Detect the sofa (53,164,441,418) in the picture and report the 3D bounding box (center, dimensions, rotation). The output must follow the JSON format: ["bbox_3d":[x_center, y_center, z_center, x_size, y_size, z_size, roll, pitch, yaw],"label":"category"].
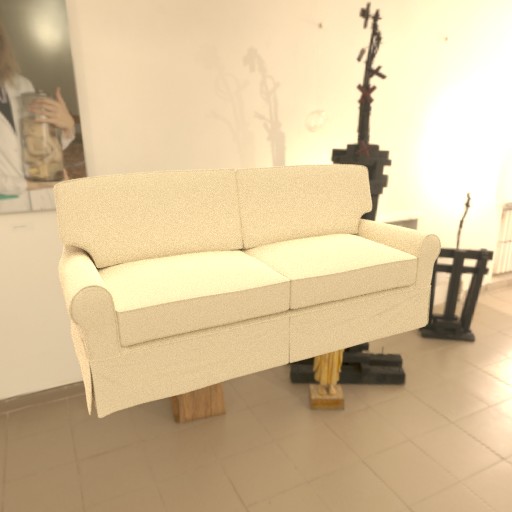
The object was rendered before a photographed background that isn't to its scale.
[{"bbox_3d":[0.000,0.000,2.489,2.021,0.937,0.862,-8,19,-26],"label":"sofa"}]
